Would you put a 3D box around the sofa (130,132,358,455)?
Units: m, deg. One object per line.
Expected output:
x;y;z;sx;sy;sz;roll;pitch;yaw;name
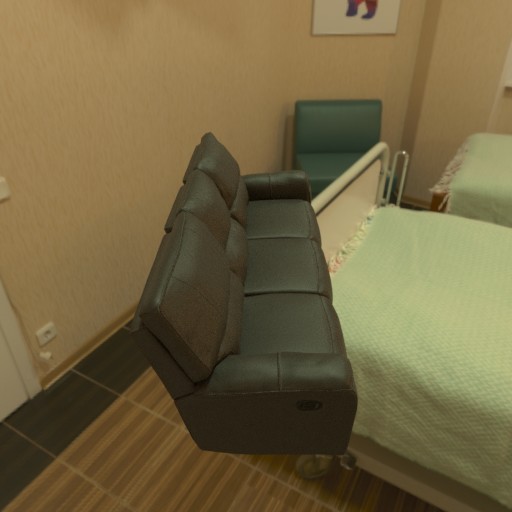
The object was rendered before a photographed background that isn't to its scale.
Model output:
0.000;0.000;3.188;1.104;1.134;2.627;0;32;1;sofa
